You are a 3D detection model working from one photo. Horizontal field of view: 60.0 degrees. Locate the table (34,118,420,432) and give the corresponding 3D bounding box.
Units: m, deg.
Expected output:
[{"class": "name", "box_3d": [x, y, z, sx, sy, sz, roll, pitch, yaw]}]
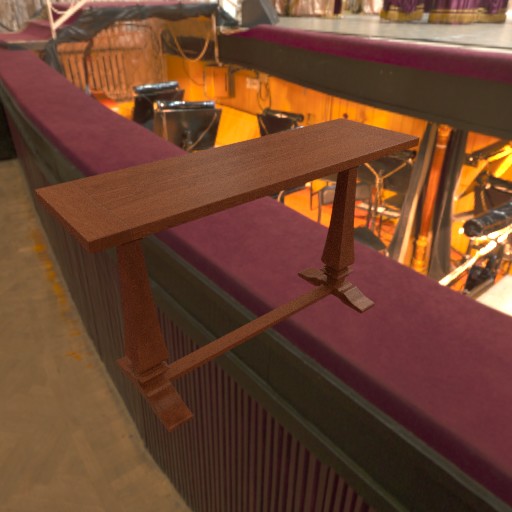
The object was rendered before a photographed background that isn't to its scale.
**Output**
[{"class": "table", "box_3d": [0.000, 0.000, 1.894, 1.478, 0.852, 0.461, -23, 38, -33]}]
